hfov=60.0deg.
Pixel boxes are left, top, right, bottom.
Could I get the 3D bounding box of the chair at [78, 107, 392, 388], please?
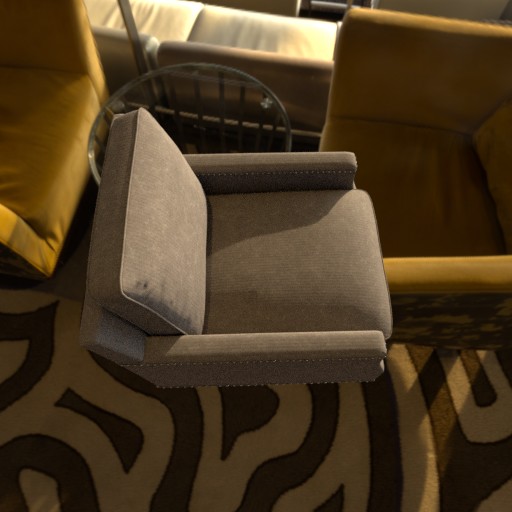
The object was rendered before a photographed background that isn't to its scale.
[{"bbox_3d":[0.000,0.000,1.704,1.014,0.948,0.853,-1,64,-1],"label":"chair"}]
